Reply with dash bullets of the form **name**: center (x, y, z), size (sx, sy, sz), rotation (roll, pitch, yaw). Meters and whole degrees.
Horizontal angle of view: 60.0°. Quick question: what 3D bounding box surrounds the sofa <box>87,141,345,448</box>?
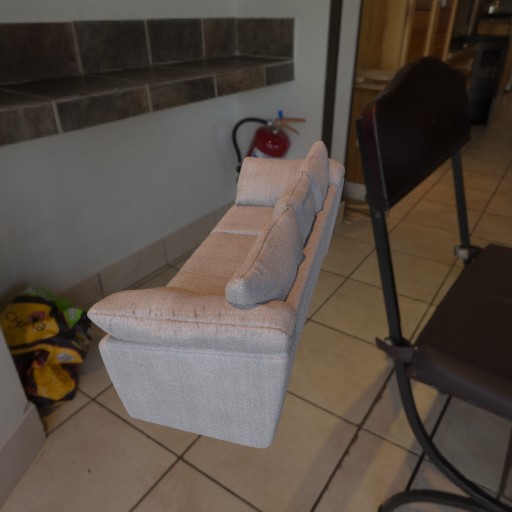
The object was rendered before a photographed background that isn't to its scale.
- **sofa**: center (0.000, 0.000, 2.846), size (0.878, 0.996, 2.334), rotation (8, 30, 13)
